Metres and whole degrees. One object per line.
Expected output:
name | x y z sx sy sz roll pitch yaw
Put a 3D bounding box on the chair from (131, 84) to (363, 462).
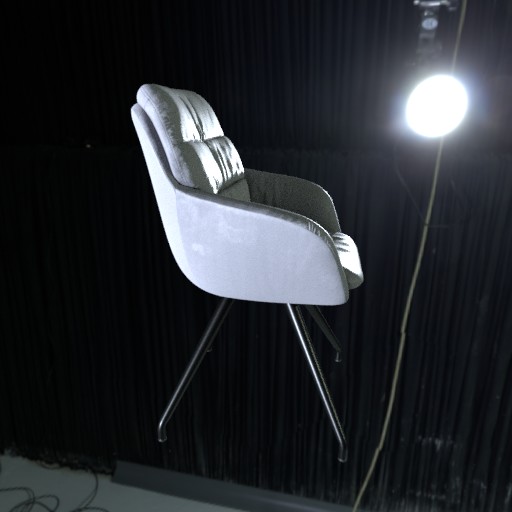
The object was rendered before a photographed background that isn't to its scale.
chair | 0.000 0.000 1.236 0.569 0.888 0.579 3 17 8
